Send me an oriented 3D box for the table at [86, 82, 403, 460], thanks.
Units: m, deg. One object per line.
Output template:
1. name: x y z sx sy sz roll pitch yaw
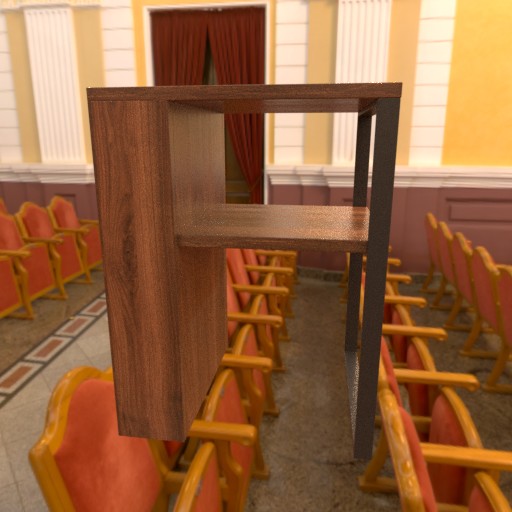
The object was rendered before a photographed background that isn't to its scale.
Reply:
1. table: 0.000 0.000 1.533 0.786 1.041 0.660 2 15 8
